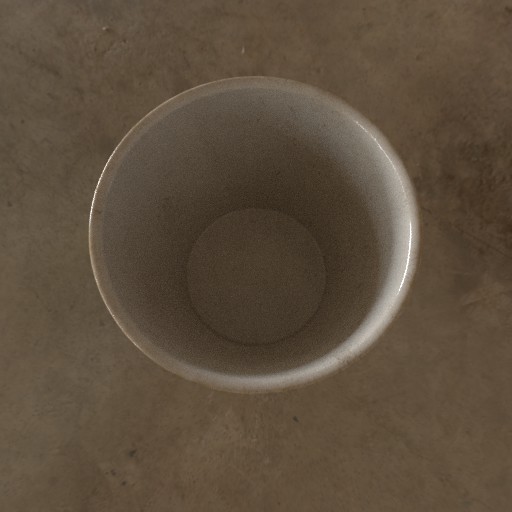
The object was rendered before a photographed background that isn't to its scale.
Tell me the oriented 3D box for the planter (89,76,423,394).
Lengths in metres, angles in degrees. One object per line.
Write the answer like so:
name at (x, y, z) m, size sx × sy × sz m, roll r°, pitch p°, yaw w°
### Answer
planter at (0.000, 0.000, 0.334) m, size 0.192 × 0.165 × 0.192 m, roll 0°, pitch 75°, yaw 0°
